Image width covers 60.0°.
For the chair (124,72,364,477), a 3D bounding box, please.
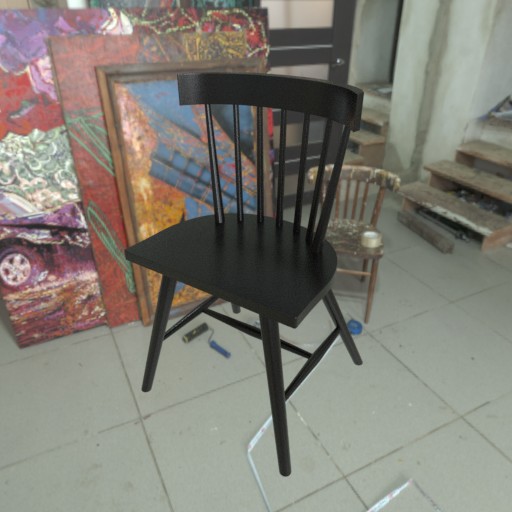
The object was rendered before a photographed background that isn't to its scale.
[{"bbox_3d":[0.000,0.000,1.148,0.506,0.844,0.483,19,35,29],"label":"chair"}]
